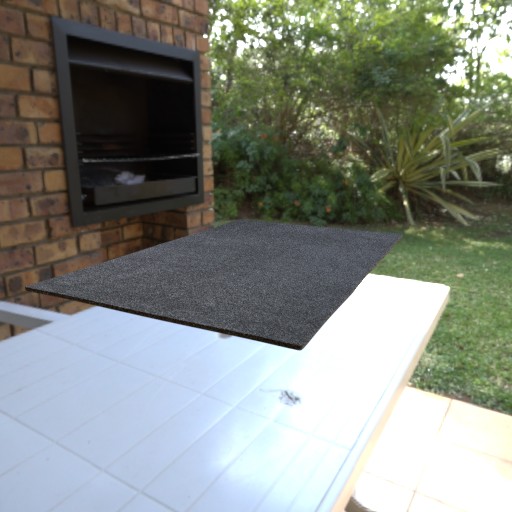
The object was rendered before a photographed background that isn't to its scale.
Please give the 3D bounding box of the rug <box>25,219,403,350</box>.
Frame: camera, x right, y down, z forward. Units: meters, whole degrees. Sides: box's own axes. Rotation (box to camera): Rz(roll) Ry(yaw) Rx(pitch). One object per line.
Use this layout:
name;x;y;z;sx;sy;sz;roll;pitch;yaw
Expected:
rug;0.000;0.000;3.472;1.802;0.026;2.699;7;16;26
